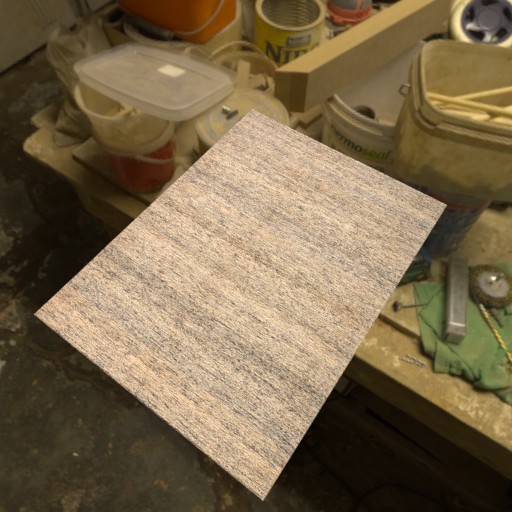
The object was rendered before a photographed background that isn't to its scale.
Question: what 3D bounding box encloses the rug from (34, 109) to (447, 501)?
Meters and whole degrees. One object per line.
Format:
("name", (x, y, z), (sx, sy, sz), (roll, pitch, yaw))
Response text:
("rug", (0.000, 0.000, 4.130), (2.414, 0.036, 3.199), (32, 64, 18))
